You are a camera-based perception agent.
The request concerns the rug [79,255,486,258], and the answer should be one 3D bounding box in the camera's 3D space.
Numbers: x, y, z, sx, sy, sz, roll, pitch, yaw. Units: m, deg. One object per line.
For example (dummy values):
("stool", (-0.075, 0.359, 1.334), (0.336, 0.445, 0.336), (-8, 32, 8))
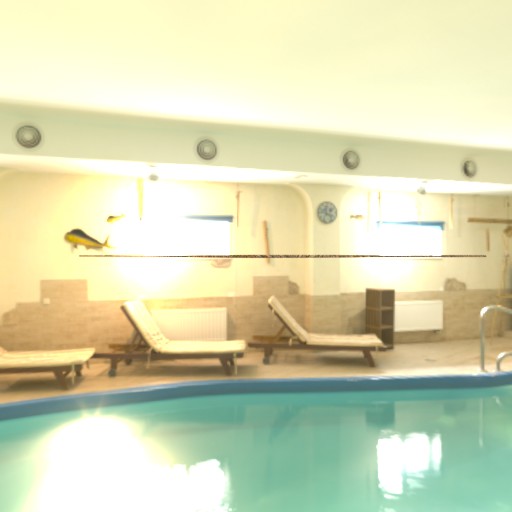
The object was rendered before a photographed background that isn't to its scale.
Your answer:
("rug", (0.000, 0.000, 4.251), (2.448, 0.017, 3.204), (0, 0, -37))
